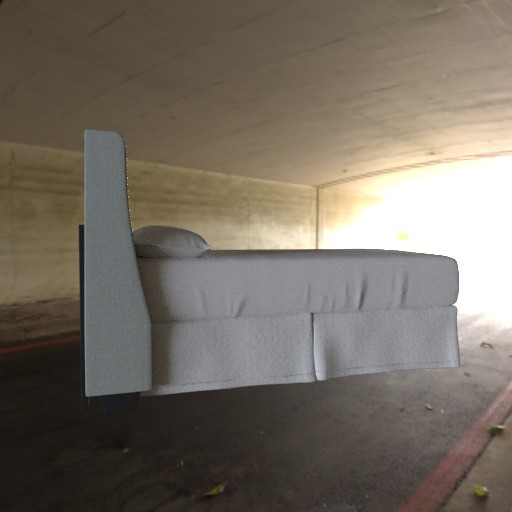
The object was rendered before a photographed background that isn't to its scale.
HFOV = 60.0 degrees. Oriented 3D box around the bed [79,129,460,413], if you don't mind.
[{"bbox_3d":[0.000,0.000,3.170,2.237,1.407,1.710,-1,2,-17],"label":"bed"}]
